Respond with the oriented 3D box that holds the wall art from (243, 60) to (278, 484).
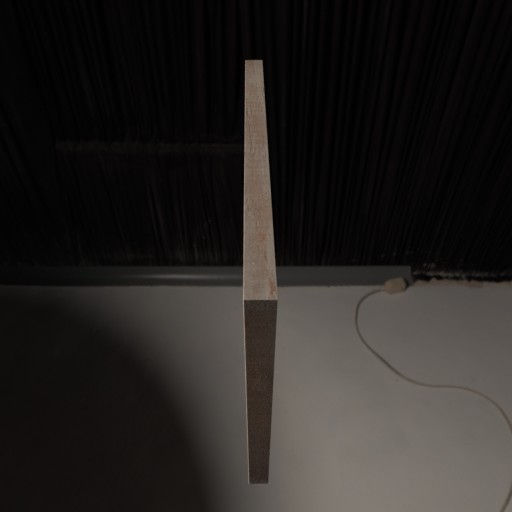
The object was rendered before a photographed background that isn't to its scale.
[{"bbox_3d":[0.000,0.000,1.727,0.070,1.009,1.320,-1,44,-1],"label":"wall art"}]
